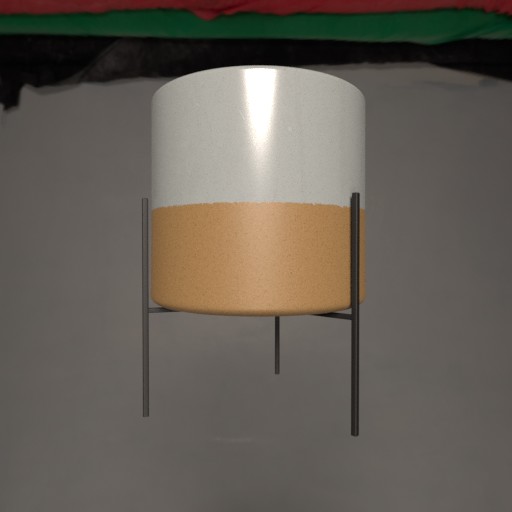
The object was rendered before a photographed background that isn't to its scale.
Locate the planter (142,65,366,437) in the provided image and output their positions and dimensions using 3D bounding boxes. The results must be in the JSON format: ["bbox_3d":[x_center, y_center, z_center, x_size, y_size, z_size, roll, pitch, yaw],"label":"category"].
[{"bbox_3d":[0.000,0.000,0.646,0.310,0.432,0.310,0,1,-2],"label":"planter"}]
